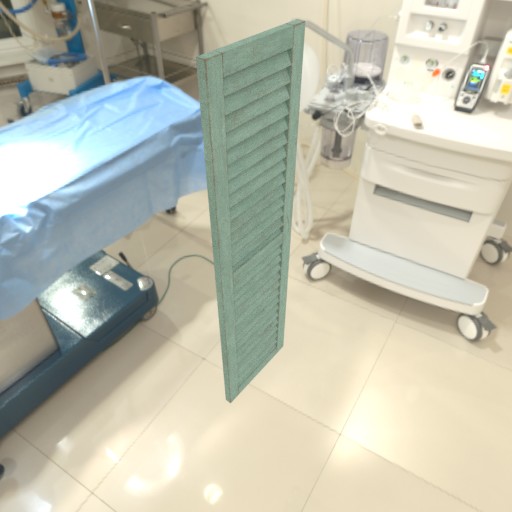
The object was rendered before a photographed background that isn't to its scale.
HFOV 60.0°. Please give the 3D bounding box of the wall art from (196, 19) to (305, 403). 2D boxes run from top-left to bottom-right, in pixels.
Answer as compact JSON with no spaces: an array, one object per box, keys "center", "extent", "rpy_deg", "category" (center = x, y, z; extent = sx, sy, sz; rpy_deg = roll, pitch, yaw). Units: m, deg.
[{"center":[0.000,0.000,1.324],"extent":[0.025,1.219,0.329],"rpy_deg":[28,49,28],"category":"wall art"}]
